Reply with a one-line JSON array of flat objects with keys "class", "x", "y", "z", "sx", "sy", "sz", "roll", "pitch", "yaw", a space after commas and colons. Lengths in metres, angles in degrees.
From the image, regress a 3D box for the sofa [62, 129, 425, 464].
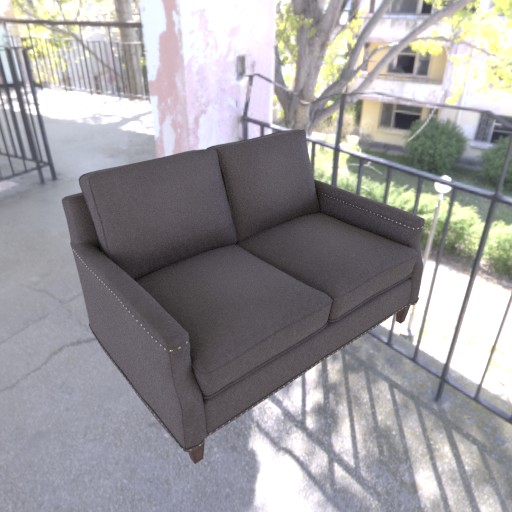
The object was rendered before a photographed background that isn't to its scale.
[{"class": "sofa", "x": 0.000, "y": 0.000, "z": 2.310, "sx": 1.597, "sy": 1.003, "sz": 1.084, "roll": -22, "pitch": 36, "yaw": -34}]
